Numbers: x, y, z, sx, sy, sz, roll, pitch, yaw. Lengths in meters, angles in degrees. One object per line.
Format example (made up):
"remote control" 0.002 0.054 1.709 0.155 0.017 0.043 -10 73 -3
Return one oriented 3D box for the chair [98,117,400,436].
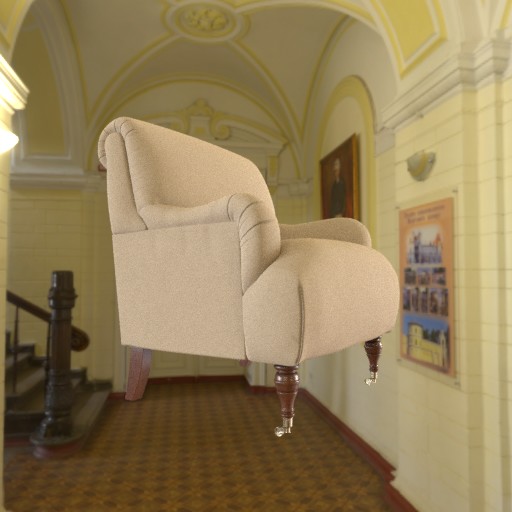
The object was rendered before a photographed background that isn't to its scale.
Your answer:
"chair" 0.000 0.000 1.559 0.842 0.942 0.766 -1 -2 35
